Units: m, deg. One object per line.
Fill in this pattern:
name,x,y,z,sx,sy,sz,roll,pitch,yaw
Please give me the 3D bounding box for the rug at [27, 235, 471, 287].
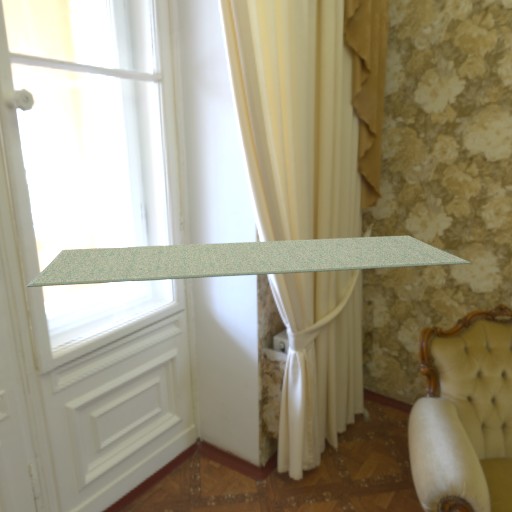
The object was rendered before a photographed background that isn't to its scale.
rug,0.000,0.000,2.476,2.196,0.011,0.662,-3,15,-10
